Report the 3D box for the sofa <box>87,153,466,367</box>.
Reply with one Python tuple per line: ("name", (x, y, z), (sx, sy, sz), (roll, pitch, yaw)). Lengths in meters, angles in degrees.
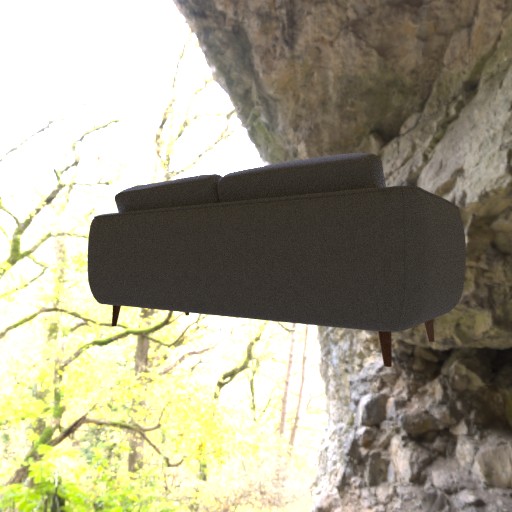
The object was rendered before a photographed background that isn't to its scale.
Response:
("sofa", (0.000, 0.000, 2.445), (2.000, 0.850, 0.920), (0, 0, 36))
